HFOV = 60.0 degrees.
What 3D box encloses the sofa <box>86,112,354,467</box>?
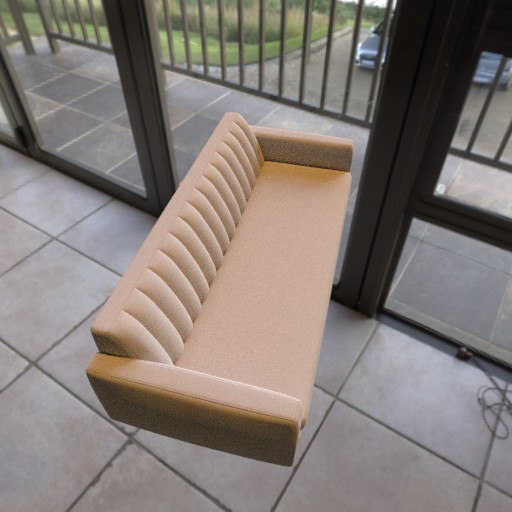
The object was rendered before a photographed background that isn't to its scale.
[{"bbox_3d":[0.000,0.000,2.774,0.990,0.821,2.291,11,47,10],"label":"sofa"}]
